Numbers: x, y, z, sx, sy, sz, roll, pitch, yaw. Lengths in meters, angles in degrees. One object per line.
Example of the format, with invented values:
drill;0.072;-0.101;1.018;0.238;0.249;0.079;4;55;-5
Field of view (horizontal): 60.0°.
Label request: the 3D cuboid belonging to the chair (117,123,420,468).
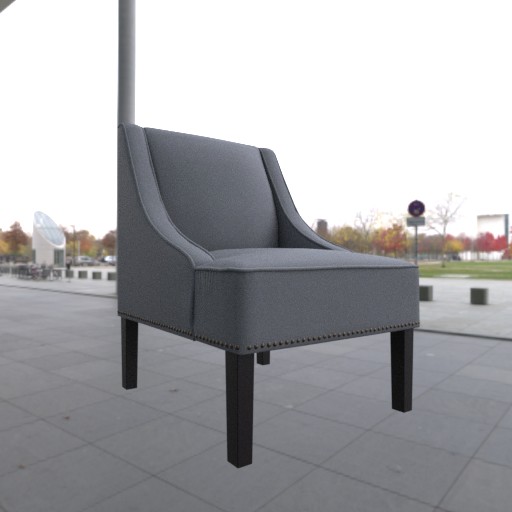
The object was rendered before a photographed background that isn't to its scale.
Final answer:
chair;0.000;0.000;1.348;0.631;0.867;0.747;0;0;-36
